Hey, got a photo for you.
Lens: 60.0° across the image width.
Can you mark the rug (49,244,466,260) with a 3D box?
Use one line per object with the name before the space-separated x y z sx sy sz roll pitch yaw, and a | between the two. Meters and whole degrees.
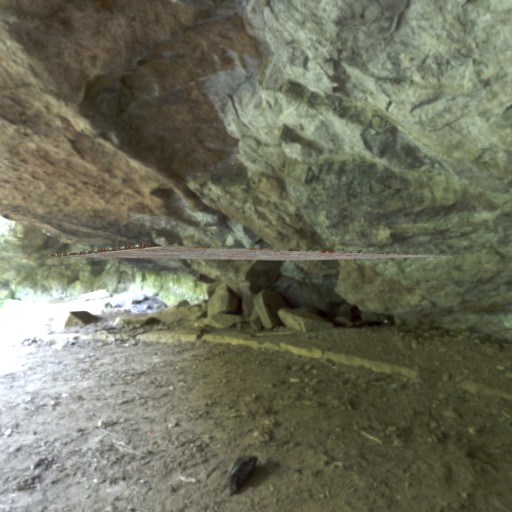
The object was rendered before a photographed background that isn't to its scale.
rug | 0.000 0.000 4.328 3.274 0.015 2.439 1 -2 -36
